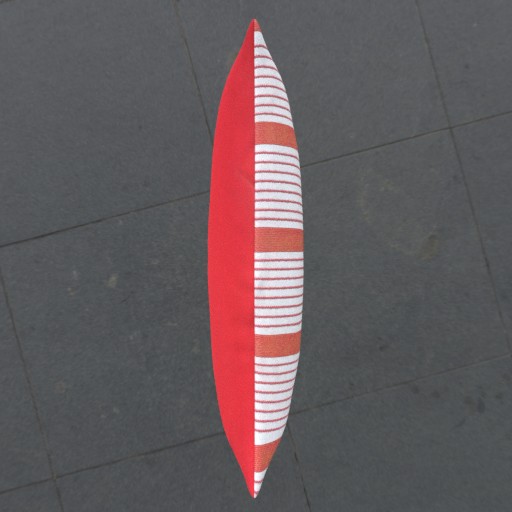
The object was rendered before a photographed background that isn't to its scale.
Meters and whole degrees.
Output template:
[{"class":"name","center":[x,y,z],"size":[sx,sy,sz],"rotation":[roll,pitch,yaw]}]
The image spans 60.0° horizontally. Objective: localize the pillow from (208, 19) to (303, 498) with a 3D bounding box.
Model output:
[{"class":"pillow","center":[0.000,0.000,0.704],"size":[0.151,0.297,0.608],"rotation":[0,89,-1]}]
